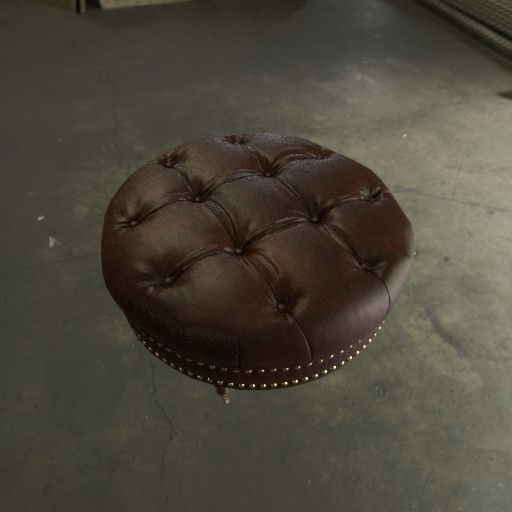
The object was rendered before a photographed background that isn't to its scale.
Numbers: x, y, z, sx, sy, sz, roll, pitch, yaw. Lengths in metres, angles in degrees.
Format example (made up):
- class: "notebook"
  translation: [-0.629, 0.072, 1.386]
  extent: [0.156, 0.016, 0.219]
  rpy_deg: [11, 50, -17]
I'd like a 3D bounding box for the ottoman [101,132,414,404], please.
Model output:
- class: "ottoman"
  translation: [0.000, 0.000, 1.377]
  extent: [0.901, 0.455, 0.901]
  rpy_deg: [0, 46, 0]
